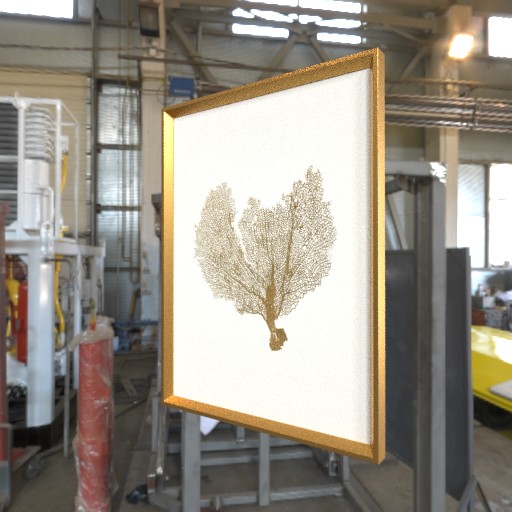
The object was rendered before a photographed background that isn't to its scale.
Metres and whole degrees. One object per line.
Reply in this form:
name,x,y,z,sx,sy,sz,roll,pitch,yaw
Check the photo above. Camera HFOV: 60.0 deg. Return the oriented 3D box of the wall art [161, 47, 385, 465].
wall art,0.000,0.000,1.053,0.610,0.812,0.038,0,0,35
